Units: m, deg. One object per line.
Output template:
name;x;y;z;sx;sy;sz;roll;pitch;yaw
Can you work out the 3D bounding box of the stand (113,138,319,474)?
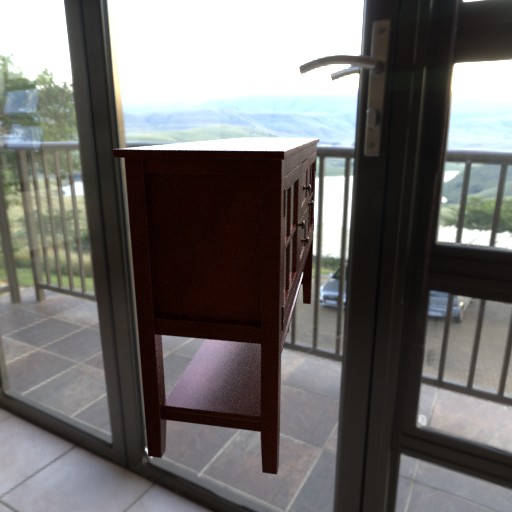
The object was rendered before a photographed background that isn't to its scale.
stand;0.000;0.000;1.745;0.410;0.872;1.362;3;16;11
